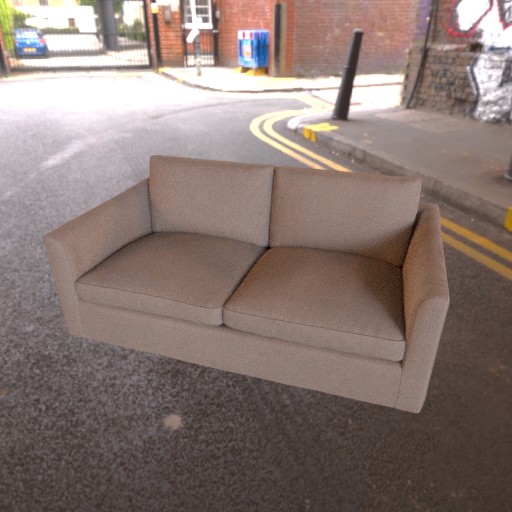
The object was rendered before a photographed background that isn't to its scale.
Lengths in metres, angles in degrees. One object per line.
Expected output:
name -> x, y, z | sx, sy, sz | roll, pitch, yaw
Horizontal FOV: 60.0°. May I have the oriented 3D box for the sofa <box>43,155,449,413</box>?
sofa -> 0.000, 0.000, 2.491 | 1.905, 0.839, 1.091 | 8, 28, 16
